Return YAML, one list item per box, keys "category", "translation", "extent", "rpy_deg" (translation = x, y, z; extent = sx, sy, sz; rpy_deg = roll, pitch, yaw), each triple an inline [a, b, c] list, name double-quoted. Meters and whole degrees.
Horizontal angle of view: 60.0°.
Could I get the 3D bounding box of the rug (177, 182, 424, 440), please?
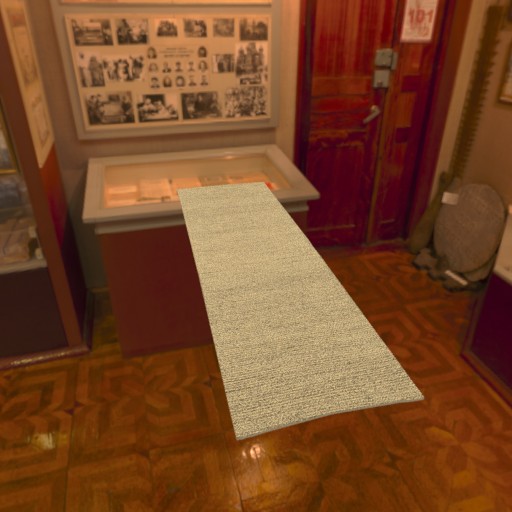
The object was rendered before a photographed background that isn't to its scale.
- category: "rug"
  translation: [0.000, 0.000, 2.489]
  extent: [0.692, 0.032, 2.320]
  rpy_deg: [-7, 30, -12]
